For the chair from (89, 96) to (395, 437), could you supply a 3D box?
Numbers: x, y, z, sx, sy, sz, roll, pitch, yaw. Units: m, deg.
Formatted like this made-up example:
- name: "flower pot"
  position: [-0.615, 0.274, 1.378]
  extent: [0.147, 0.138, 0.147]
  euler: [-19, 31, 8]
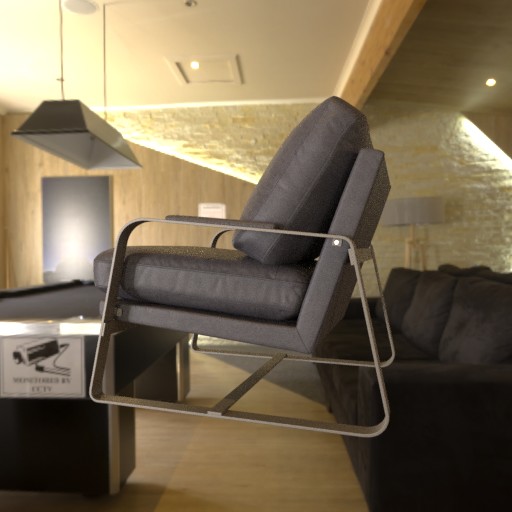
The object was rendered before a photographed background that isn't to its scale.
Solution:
- name: "chair"
  position: [0.000, 0.000, 1.483]
  extent: [0.878, 0.839, 0.692]
  euler: [0, 1, 18]
